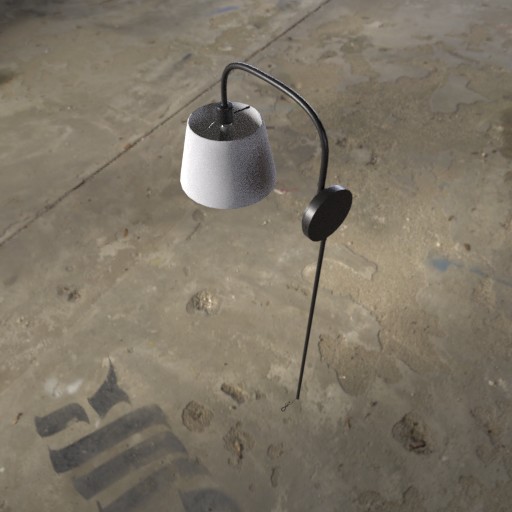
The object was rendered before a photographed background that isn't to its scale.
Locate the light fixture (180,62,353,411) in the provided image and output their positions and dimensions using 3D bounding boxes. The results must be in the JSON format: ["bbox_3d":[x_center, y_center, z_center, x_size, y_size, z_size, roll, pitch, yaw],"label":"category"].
[{"bbox_3d":[0.000,0.000,0.463,0.092,0.399,0.176,-31,55,-25],"label":"light fixture"}]
